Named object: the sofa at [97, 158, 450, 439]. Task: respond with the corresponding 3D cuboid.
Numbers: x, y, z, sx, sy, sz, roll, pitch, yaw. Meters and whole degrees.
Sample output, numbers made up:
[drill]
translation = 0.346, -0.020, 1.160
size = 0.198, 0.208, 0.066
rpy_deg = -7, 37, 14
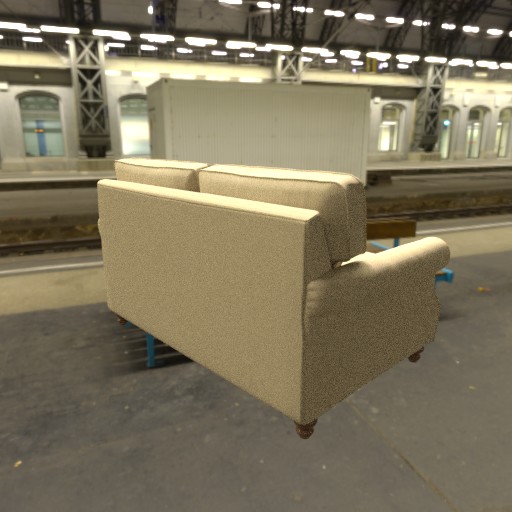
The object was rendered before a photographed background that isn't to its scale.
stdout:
[sofa]
translation = 0.000, 0.000, 2.225
size = 0.964, 0.937, 1.665
rpy_deg = -14, 21, -42
